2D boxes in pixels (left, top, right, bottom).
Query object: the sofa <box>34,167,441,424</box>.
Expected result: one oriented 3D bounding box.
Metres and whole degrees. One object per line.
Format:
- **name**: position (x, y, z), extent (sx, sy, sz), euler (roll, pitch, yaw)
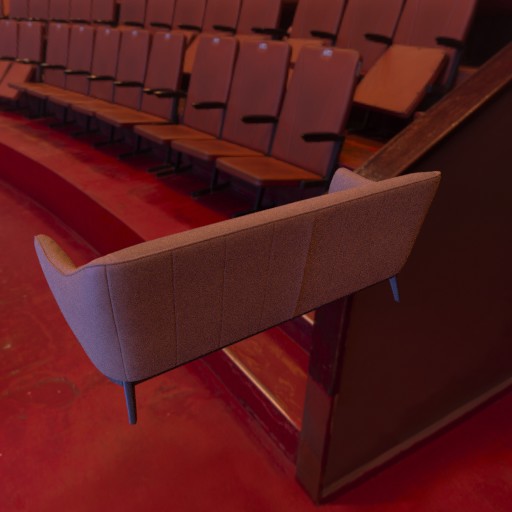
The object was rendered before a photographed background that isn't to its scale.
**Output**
- **sofa**: position (0.000, 0.000, 2.297), extent (1.928, 0.830, 0.869), euler (-17, 33, -29)
